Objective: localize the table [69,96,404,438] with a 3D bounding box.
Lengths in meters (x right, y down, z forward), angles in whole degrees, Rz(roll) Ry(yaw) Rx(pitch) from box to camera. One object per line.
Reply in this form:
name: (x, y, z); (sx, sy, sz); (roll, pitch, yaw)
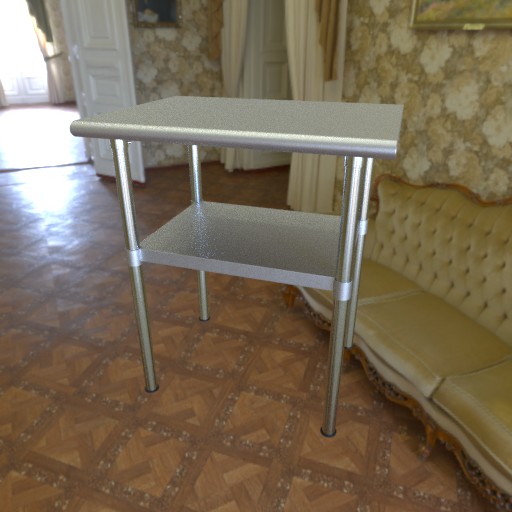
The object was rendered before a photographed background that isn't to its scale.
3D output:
table: (0.000, 0.000, 1.402); (0.762, 0.876, 0.584); (8, 27, 16)
